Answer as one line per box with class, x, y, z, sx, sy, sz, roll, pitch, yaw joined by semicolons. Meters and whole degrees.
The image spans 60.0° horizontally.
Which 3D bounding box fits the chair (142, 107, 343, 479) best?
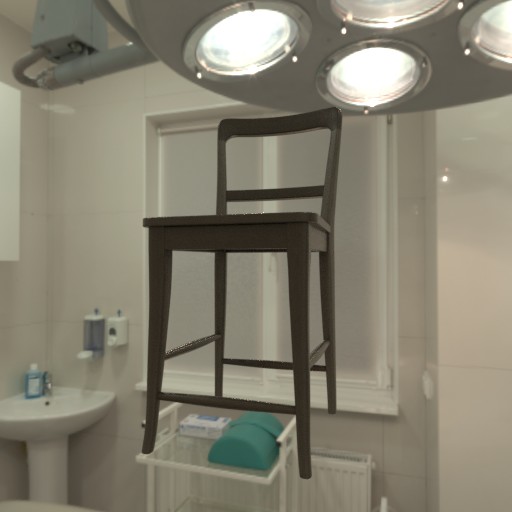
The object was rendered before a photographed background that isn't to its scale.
chair;0.000;0.000;1.296;0.450;0.991;0.546;0;-1;18
